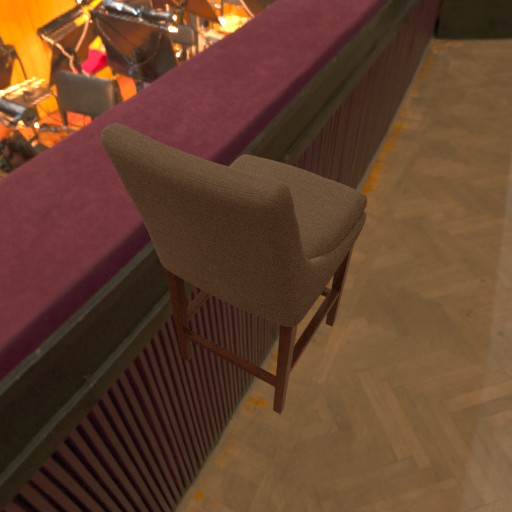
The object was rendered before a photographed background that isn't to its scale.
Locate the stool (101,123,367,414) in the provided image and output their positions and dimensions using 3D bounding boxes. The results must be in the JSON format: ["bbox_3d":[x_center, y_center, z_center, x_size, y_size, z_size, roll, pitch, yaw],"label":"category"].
[{"bbox_3d":[0.000,0.000,1.308,0.470,0.981,0.577,24,51,21],"label":"stool"}]
